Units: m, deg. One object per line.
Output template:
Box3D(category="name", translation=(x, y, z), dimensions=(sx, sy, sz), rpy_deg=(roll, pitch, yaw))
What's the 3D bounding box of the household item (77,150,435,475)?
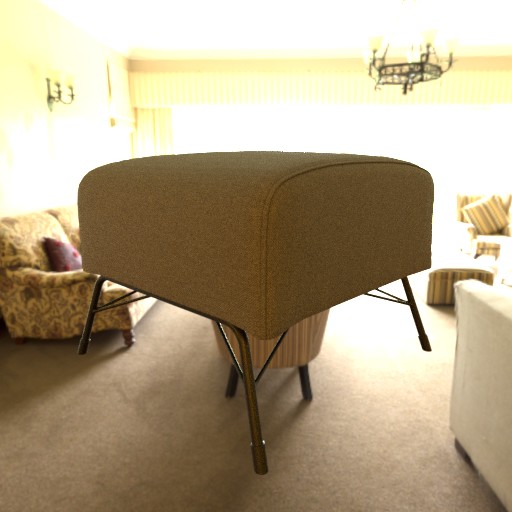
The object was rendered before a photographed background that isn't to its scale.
Box3D(category="household item", translation=(0.000, 0.000, 0.885), dimensions=(0.530, 0.410, 0.530), rpy_deg=(12, 17, 43))
